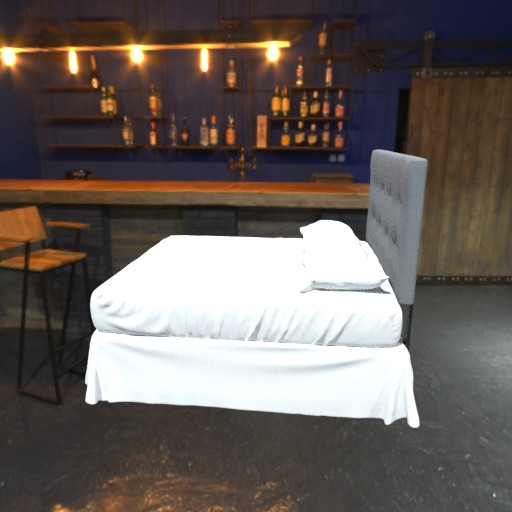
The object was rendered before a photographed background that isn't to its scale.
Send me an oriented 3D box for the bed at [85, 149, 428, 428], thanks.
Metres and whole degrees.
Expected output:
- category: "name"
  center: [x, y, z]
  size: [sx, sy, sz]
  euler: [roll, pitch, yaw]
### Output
- category: "bed"
  center: [0.000, 0.000, 3.454]
  size: [2.222, 1.577, 1.936]
  euler: [2, 15, 7]
